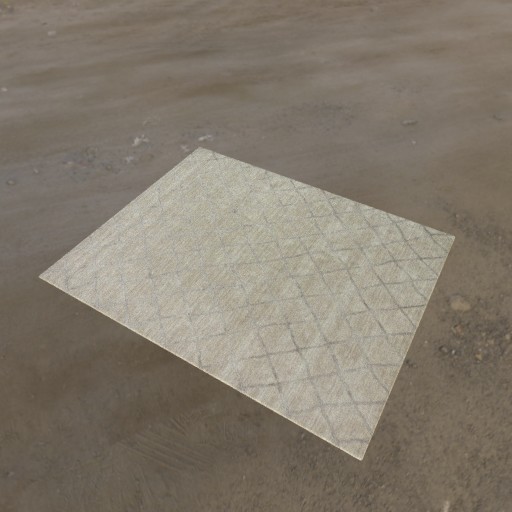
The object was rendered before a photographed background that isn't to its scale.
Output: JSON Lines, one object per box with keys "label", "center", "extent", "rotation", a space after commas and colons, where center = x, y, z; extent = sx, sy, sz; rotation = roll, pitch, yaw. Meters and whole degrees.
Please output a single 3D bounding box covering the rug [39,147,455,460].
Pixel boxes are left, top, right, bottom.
{"label": "rug", "center": [0.000, 0.000, 4.107], "extent": [3.038, 0.019, 2.420], "rotation": [23, 51, 21]}
